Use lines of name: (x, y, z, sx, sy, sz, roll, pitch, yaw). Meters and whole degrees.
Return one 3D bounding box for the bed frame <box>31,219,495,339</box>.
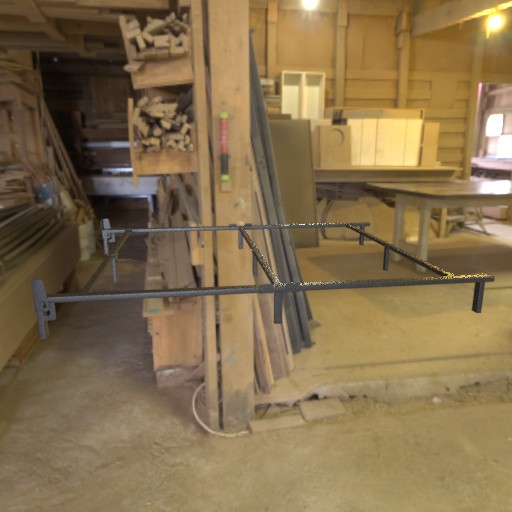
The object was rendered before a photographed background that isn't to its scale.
bed frame: (0.000, 0.000, 2.610, 1.990, 0.248, 1.498, -2, 14, -8)
